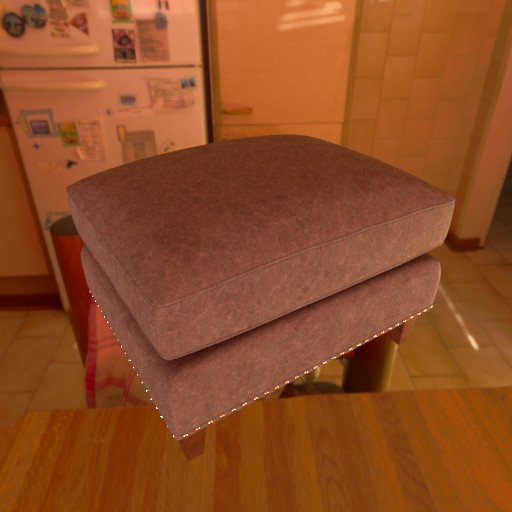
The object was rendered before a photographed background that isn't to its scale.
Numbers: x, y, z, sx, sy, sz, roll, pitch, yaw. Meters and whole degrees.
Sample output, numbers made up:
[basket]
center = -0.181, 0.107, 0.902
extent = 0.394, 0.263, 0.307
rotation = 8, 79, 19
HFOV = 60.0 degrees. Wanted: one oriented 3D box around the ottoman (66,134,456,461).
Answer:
[ottoman]
center = 0.000, 0.000, 1.125
extent = 0.741, 0.513, 0.584
rotation = -19, 36, -28
